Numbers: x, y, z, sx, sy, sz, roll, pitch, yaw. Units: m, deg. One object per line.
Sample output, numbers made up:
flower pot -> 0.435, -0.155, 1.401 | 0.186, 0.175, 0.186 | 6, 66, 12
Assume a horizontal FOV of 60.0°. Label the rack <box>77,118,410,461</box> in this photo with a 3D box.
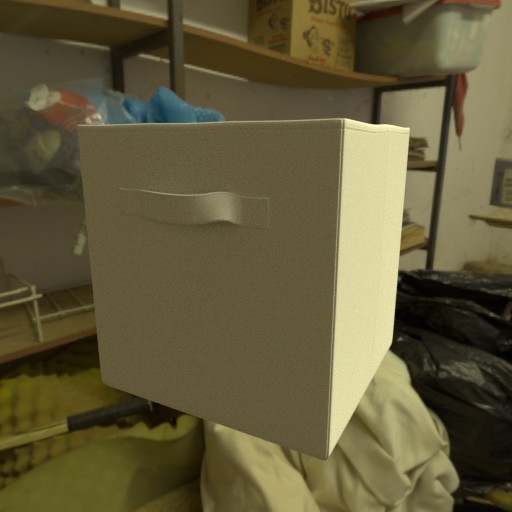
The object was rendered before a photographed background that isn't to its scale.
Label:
rack -> 0.000, 0.000, 0.498 | 0.270, 0.280, 0.270 | 8, 16, 27
